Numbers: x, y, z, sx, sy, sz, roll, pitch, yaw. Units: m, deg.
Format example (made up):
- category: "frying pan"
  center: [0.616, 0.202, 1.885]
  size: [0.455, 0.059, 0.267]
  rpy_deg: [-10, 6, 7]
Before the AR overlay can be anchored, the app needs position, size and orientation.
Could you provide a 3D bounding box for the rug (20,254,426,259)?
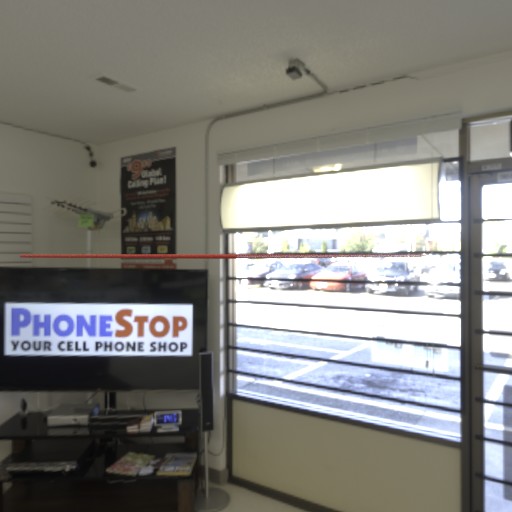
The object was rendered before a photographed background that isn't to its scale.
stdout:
- category: "rug"
  center: [0.000, 0.000, 2.275]
  size: [1.194, 0.013, 1.802]
  rpy_deg: [0, 0, 37]
